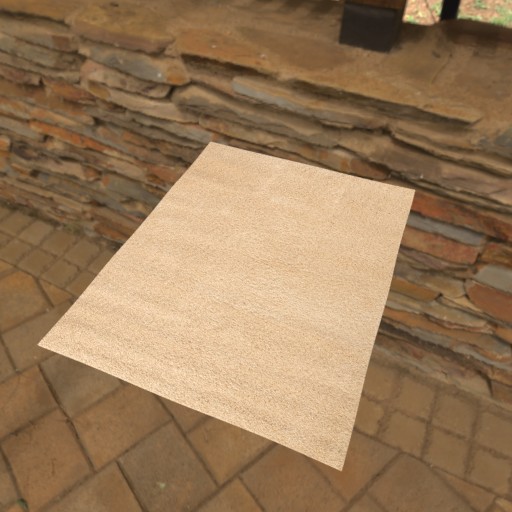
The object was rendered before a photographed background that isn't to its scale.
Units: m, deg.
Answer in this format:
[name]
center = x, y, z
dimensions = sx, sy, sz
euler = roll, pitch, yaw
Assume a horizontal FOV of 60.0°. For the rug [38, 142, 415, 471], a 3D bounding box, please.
[rug]
center = 0.000, 0.000, 4.044
dimensions = 2.400, 0.025, 3.000
euler = 17, 50, 15
